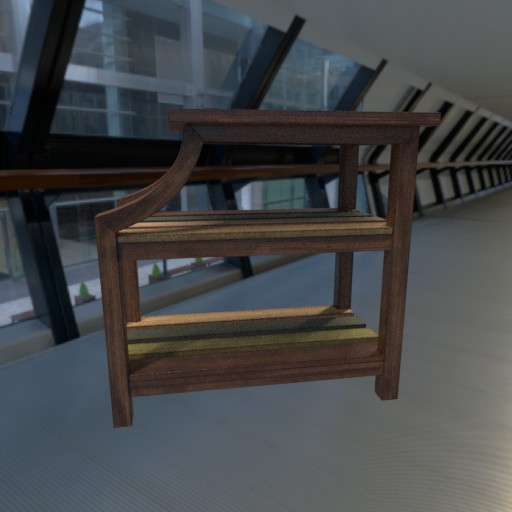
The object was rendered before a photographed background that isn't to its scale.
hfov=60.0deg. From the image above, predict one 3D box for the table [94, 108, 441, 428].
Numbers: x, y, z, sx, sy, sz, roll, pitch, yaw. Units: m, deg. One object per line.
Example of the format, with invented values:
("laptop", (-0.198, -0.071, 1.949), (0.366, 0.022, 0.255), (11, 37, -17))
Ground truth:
("table", (0.000, 0.000, 0.977), (0.609, 0.584, 0.356), (-2, 14, -9))
